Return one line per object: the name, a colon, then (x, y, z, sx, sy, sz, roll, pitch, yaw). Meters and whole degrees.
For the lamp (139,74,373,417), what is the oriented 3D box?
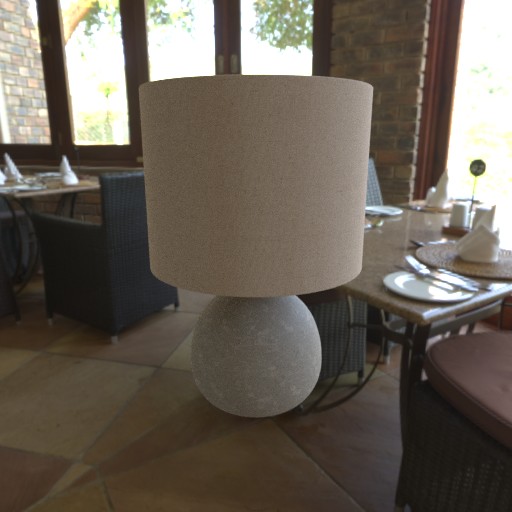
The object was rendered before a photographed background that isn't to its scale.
lamp: (0.000, 0.000, 0.578, 0.269, 0.409, 0.269, -8, 17, -27)
